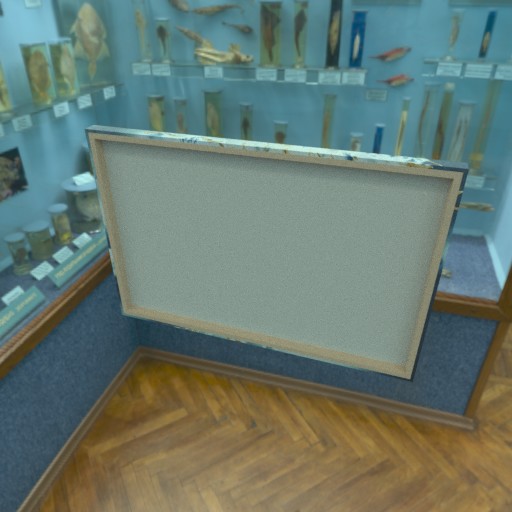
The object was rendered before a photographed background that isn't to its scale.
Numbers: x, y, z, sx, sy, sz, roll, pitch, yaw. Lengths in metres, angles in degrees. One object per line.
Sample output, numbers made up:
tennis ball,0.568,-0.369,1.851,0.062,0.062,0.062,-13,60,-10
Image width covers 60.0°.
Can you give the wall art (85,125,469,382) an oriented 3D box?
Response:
wall art,0.000,0.000,1.185,0.912,0.608,0.038,10,33,16
